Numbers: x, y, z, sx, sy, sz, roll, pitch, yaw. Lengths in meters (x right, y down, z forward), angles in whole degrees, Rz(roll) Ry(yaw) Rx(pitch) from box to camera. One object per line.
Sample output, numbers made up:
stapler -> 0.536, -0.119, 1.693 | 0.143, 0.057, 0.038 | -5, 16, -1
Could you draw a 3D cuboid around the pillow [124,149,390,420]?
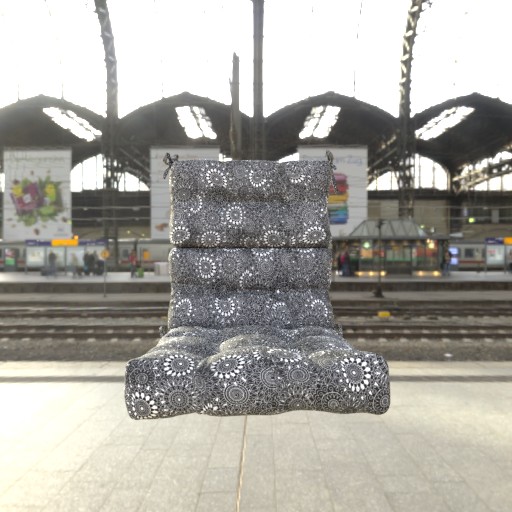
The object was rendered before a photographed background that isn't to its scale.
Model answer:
pillow -> 0.000, 0.000, 1.049 | 0.519, 0.605, 0.571 | 0, 0, -2
